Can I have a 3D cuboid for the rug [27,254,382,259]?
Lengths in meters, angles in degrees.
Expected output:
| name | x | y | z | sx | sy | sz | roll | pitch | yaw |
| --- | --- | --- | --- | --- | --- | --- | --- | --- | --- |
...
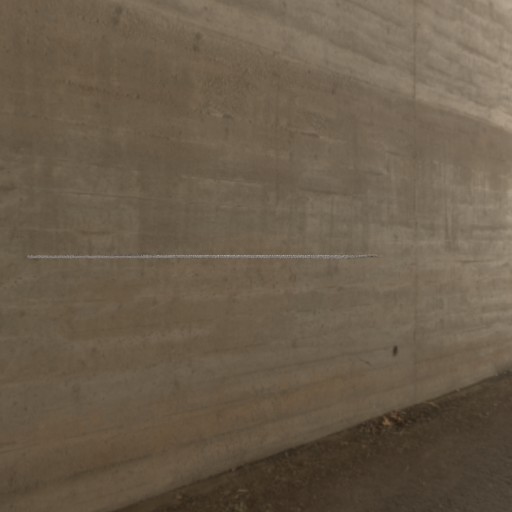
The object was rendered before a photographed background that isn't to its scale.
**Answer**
| name | x | y | z | sx | sy | sz | roll | pitch | yaw |
| --- | --- | --- | --- | --- | --- | --- | --- | --- | --- |
| rug | 0.000 | 0.000 | 2.248 | 1.149 | 0.021 | 1.773 | 0 | 0 | 19 |
